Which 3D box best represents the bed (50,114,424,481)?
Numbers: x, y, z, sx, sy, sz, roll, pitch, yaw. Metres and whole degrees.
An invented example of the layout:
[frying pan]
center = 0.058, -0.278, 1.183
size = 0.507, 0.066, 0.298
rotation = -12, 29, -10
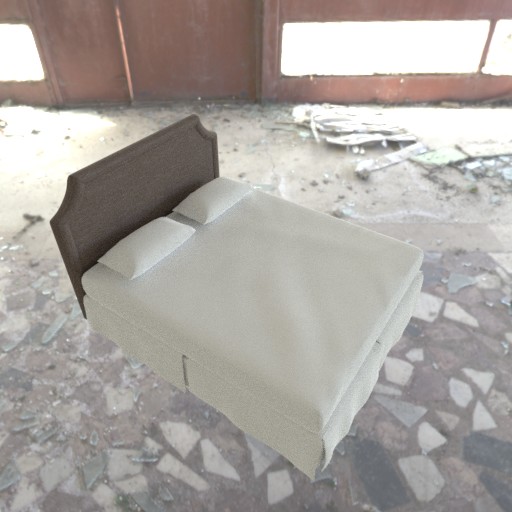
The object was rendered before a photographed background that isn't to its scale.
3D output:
[bed]
center = 0.000, 0.000, 4.160
size = 2.773, 1.590, 2.350
rotation = 24, 45, 26
